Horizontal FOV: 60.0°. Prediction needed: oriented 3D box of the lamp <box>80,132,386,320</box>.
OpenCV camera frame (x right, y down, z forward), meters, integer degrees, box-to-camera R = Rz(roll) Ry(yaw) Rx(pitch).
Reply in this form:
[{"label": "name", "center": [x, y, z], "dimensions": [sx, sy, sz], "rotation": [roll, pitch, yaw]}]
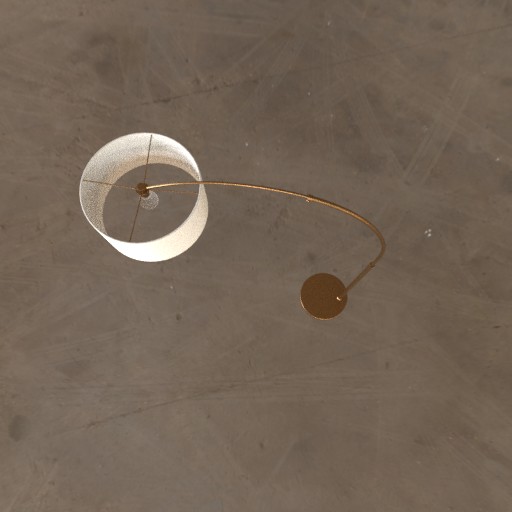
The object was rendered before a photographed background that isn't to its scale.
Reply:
[{"label": "lamp", "center": [0.000, 0.000, 2.589], "dimensions": [1.434, 1.927, 0.493], "rotation": [6, 74, 2]}]
